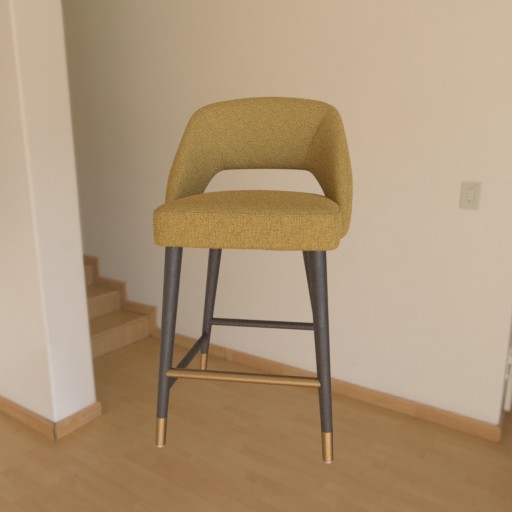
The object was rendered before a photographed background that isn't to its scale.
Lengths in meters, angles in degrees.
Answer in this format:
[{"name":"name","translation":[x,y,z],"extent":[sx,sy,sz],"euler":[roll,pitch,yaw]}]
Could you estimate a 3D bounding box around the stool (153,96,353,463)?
[{"name":"stool","translation":[0.000,0.000,1.286],"extent":[0.536,0.939,0.522],"euler":[2,12,8]}]
